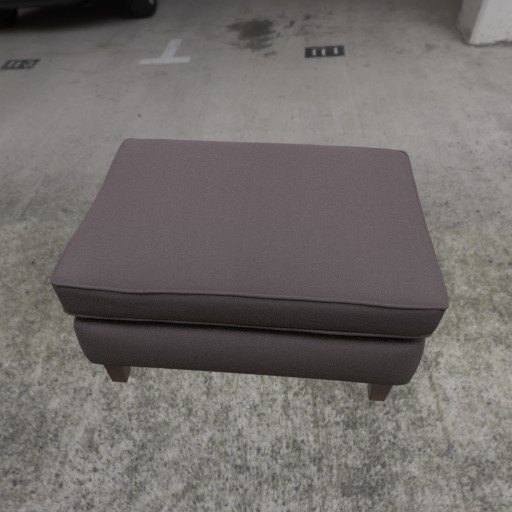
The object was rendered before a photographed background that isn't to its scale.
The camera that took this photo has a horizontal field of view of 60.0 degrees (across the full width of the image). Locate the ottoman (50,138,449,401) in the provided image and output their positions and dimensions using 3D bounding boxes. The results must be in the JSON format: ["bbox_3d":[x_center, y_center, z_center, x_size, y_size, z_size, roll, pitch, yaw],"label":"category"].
[{"bbox_3d":[0.000,0.000,0.987,0.686,0.406,0.508,3,46,3],"label":"ottoman"}]
